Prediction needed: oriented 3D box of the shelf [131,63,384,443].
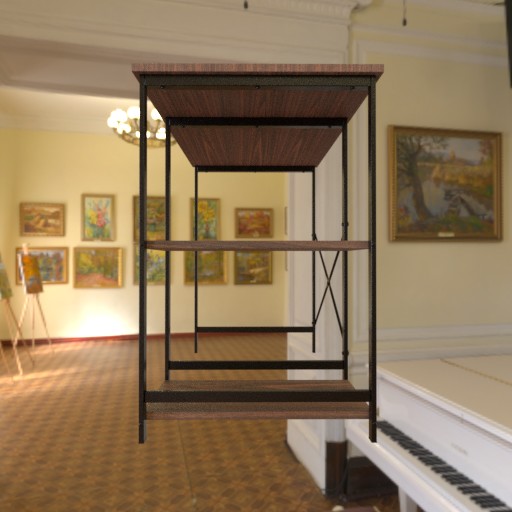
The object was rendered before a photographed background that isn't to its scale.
[{"bbox_3d":[0.000,0.000,1.320,0.498,0.750,0.902,0,-1,-1],"label":"shelf"}]
